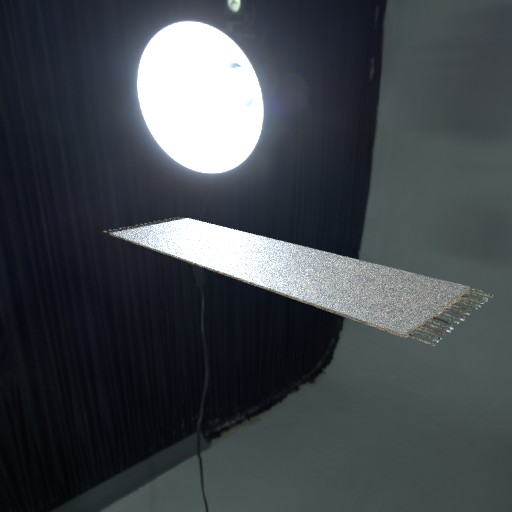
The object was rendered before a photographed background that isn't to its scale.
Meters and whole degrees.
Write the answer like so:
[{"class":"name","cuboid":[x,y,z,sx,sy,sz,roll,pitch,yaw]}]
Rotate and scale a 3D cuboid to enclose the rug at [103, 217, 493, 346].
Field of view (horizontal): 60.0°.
[{"class":"rug","cuboid":[0.000,0.000,2.880,2.664,0.011,0.762,16,23,42]}]
